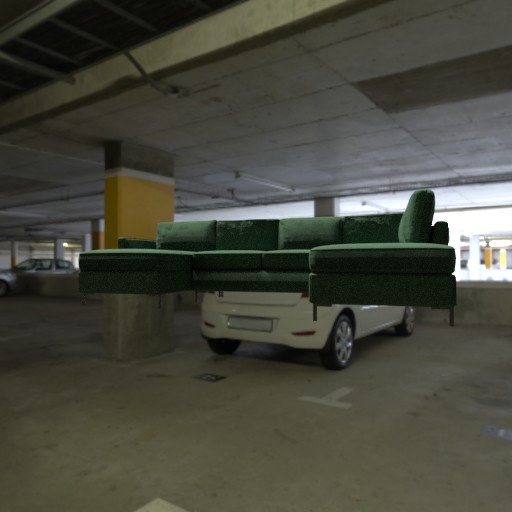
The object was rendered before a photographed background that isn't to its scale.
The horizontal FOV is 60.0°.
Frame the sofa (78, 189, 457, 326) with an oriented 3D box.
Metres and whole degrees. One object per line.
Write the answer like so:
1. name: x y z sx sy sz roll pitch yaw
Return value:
1. sofa: 0.000 0.000 4.413 3.434 0.992 2.055 0 -1 17
